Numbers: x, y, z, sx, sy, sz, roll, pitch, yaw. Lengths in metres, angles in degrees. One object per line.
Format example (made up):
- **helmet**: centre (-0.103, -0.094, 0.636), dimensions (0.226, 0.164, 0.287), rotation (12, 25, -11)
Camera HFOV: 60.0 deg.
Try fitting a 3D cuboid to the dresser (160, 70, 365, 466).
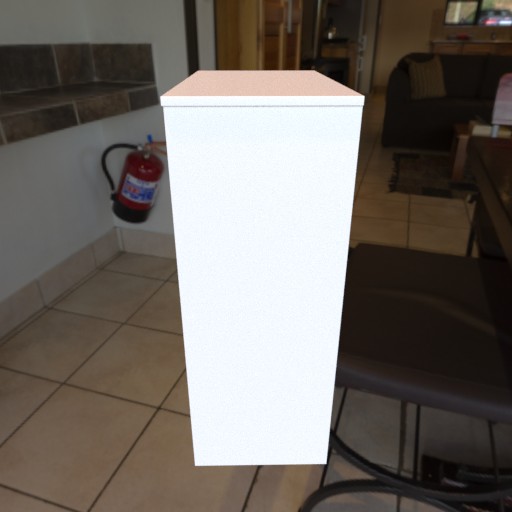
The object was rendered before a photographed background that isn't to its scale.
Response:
- **dresser**: centre (0.000, 0.000, 1.378), dimensions (0.401, 1.021, 0.704), rotation (0, 26, -1)
